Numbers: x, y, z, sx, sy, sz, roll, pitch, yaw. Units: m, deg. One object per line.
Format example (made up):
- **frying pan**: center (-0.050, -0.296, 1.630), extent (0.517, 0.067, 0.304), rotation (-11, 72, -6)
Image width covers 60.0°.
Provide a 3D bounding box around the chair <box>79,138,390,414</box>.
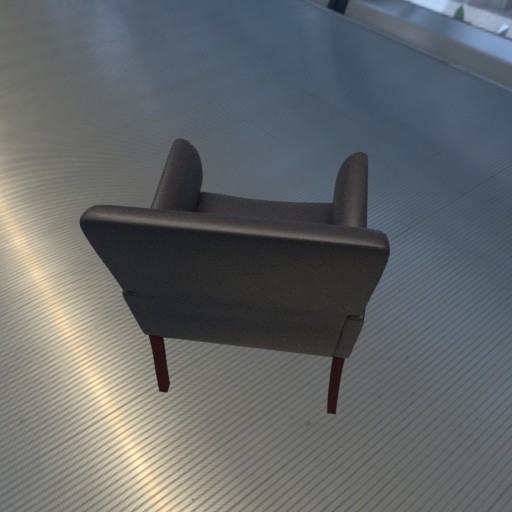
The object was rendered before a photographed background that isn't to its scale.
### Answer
- **chair**: center (0.000, 0.000, 1.453), extent (0.683, 0.951, 0.772), rotation (6, 47, 5)
